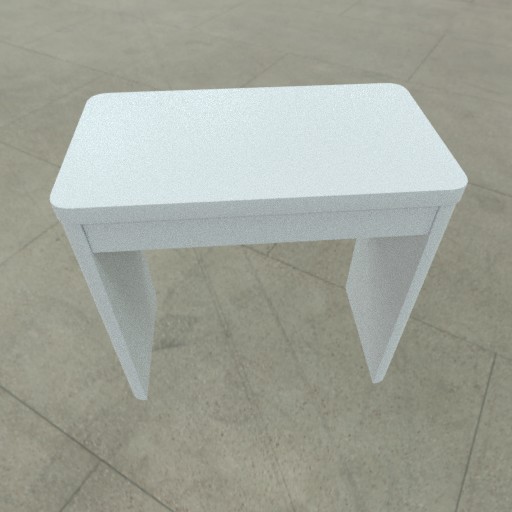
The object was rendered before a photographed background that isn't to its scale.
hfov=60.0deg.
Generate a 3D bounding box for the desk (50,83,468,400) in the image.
[{"bbox_3d":[0.000,0.000,1.236,0.790,0.760,0.446,-3,46,-3],"label":"desk"}]
